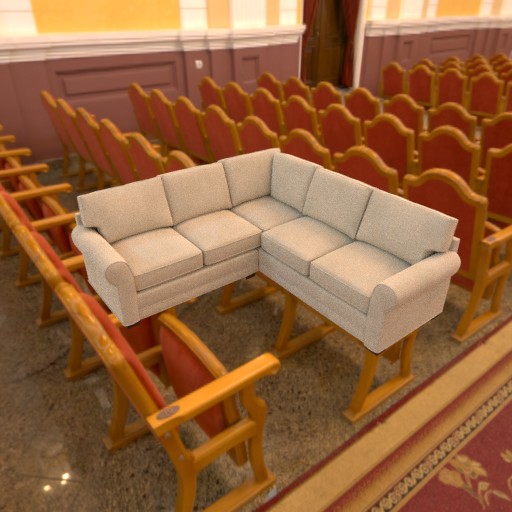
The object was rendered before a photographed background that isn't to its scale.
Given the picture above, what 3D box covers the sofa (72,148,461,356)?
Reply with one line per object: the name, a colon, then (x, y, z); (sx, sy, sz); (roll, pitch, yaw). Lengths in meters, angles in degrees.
sofa: (0.000, 0.000, 3.983); (2.487, 1.054, 2.569); (-21, 36, -32)
